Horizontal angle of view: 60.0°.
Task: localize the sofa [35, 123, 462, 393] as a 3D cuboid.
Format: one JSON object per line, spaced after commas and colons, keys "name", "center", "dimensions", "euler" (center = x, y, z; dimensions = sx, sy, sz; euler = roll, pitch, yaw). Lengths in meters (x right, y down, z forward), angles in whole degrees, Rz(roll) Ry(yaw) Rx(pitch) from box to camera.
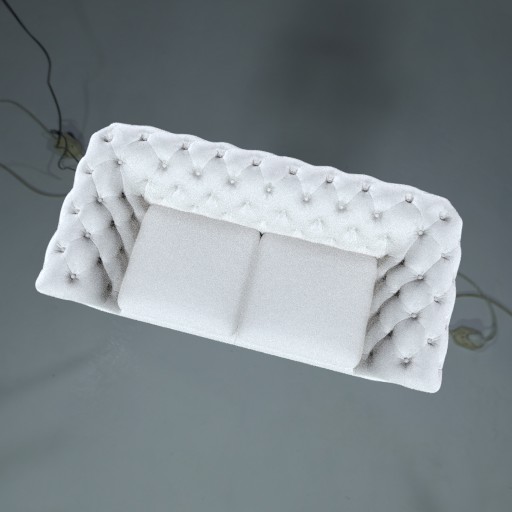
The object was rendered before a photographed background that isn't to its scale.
{"name": "sofa", "center": [0.000, 0.000, 2.453], "dimensions": [1.998, 0.764, 0.986], "euler": [14, 76, 3]}
